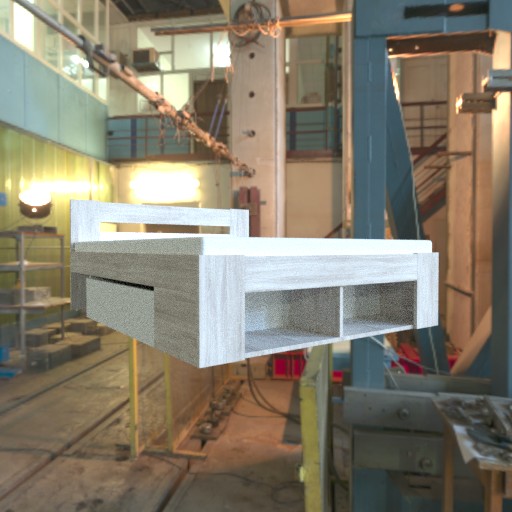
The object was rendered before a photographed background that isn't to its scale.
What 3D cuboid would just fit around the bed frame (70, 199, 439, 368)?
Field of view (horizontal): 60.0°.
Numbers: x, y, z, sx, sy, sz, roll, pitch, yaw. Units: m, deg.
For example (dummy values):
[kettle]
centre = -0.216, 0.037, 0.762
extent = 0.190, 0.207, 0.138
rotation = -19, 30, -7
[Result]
[bed frame]
centre = 0.000, 0.000, 3.173
extent = 2.040, 0.860, 2.050
rotation = -1, 1, -36
